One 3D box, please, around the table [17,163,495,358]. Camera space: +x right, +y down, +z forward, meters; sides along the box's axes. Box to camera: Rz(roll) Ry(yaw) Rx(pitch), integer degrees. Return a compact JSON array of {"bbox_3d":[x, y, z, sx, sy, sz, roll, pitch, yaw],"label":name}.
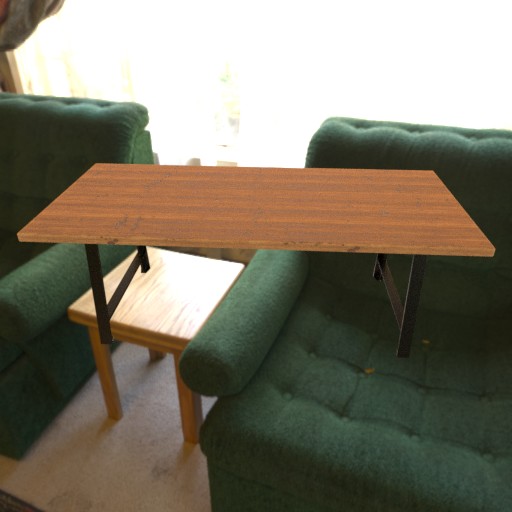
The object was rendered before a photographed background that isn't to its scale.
[{"bbox_3d":[0.000,0.000,2.650,2.200,0.757,1.000,2,31,3],"label":"table"}]
